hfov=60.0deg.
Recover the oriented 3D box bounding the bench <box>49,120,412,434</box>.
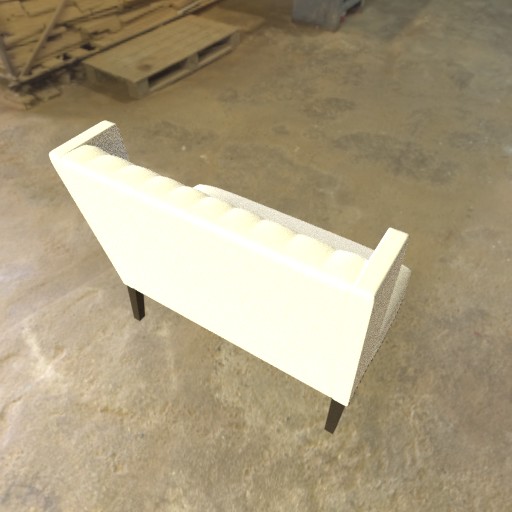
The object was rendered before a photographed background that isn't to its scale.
[{"bbox_3d":[0.000,0.000,2.016,1.280,1.123,0.847,24,51,22],"label":"bench"}]
